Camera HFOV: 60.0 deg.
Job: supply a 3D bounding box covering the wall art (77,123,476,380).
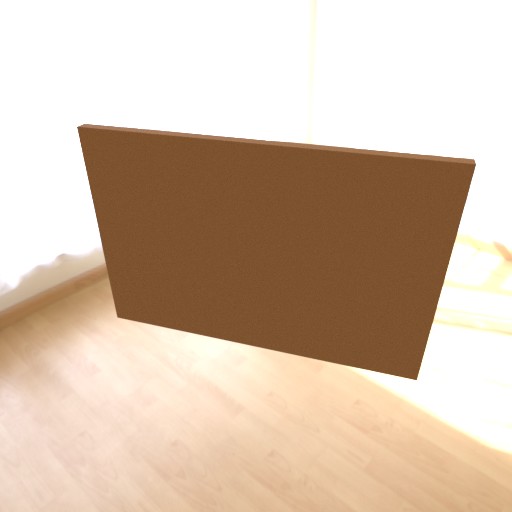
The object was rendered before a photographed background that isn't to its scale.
[{"bbox_3d":[0.000,0.000,1.157,0.915,0.608,0.033,9,33,14],"label":"wall art"}]
